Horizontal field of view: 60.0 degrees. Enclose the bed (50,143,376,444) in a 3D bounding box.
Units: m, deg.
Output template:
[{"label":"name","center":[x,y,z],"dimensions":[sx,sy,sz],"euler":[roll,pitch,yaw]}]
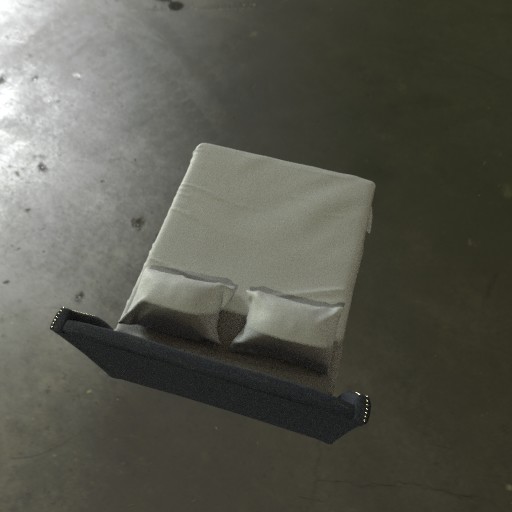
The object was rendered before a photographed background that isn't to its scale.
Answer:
[{"label":"bed","center":[0.000,0.000,3.555],"dimensions":[1.925,1.332,2.276],"euler":[15,64,7]}]
